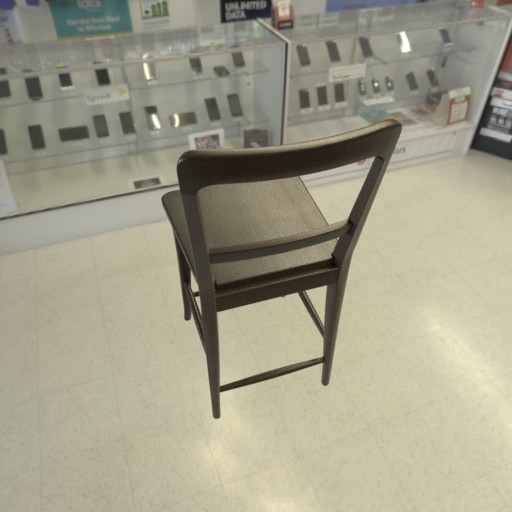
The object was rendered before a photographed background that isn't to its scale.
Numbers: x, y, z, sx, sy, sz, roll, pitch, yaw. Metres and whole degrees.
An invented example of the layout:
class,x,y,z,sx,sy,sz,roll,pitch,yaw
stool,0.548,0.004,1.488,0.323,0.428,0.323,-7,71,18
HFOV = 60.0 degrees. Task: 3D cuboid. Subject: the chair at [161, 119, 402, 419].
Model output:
class,x,y,z,sx,sy,sz,roll,pitch,yaw
chair,0.000,0.000,1.292,0.450,0.991,0.546,-12,43,-13
